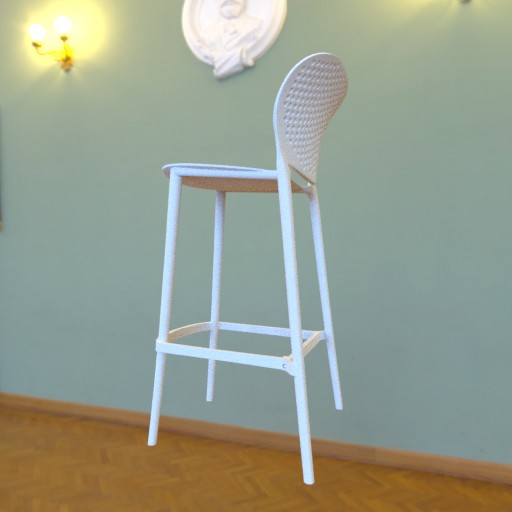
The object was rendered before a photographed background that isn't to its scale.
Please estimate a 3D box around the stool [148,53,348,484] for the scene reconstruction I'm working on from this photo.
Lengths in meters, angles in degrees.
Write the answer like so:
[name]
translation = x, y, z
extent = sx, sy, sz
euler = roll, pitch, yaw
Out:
[stool]
translation = 0.000, 0.000, 1.332
extent = 0.535, 1.045, 0.536
euler = 0, 0, 18
